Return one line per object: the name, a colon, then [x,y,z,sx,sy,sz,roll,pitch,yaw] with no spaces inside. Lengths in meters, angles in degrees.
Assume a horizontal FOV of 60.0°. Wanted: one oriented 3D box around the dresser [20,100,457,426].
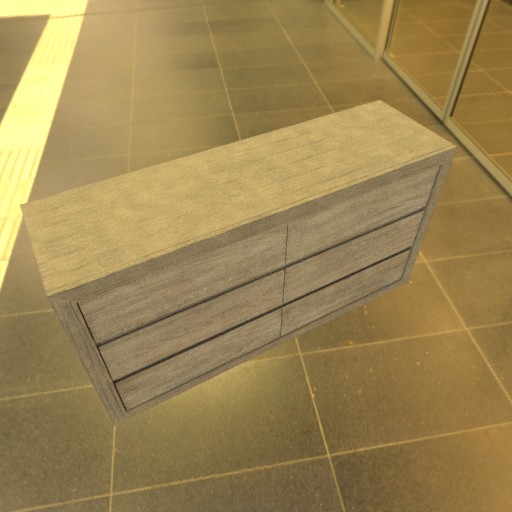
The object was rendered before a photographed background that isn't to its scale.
dresser: [0.000,0.000,1.999,1.628,0.889,0.483,-22,49,-20]
